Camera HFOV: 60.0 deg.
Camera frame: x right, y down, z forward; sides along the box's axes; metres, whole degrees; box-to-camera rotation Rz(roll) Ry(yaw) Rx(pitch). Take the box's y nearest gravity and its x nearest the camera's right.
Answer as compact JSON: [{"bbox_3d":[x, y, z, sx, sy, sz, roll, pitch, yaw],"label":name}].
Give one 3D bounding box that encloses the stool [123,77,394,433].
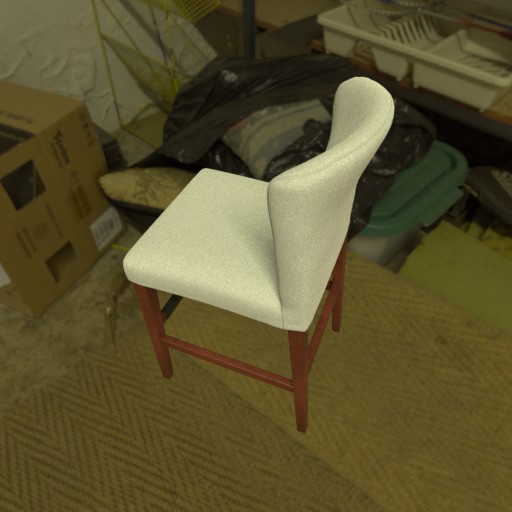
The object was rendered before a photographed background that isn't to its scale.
[{"bbox_3d":[0.000,0.000,1.261,0.568,0.968,0.479,16,47,16],"label":"stool"}]
